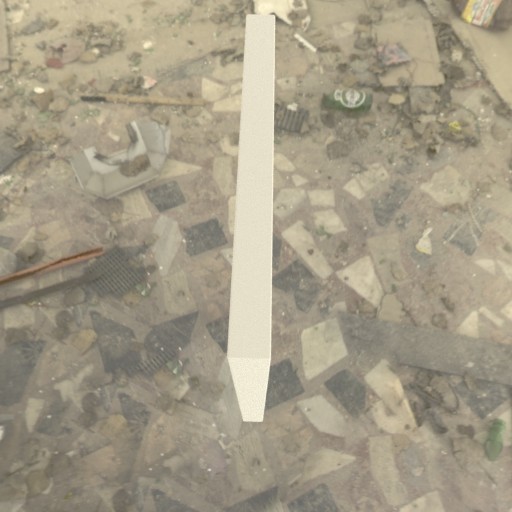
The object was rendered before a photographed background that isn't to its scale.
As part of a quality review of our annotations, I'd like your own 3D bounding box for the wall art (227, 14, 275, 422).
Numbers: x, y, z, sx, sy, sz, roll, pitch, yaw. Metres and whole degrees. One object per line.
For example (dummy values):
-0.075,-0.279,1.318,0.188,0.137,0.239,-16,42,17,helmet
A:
0.000,0.000,0.523,0.028,0.381,0.331,1,64,1,wall art
